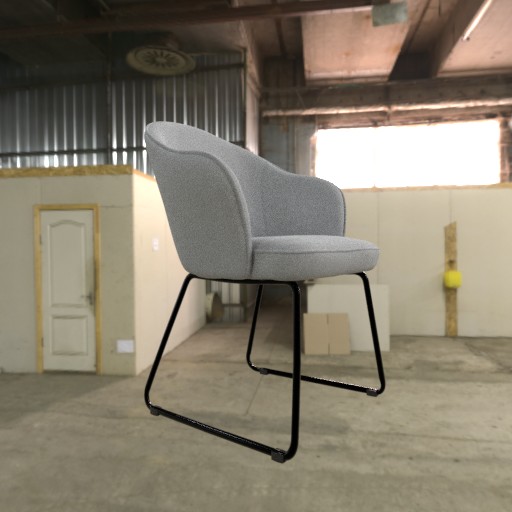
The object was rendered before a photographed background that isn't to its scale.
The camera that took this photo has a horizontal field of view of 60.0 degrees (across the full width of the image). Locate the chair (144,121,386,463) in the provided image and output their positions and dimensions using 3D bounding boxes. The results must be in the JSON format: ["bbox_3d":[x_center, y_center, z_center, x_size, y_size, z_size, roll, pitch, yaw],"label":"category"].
[{"bbox_3d":[0.000,0.000,1.239,0.592,0.817,0.570,2,3,37],"label":"chair"}]
